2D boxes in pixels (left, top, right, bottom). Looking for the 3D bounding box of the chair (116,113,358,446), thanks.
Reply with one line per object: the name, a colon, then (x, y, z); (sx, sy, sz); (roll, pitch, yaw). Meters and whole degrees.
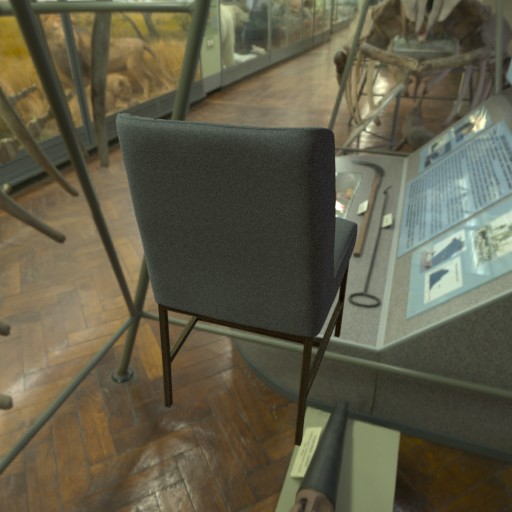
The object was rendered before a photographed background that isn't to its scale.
chair: (0.000, 0.000, 1.271); (0.508, 0.889, 0.587); (10, 32, 16)
